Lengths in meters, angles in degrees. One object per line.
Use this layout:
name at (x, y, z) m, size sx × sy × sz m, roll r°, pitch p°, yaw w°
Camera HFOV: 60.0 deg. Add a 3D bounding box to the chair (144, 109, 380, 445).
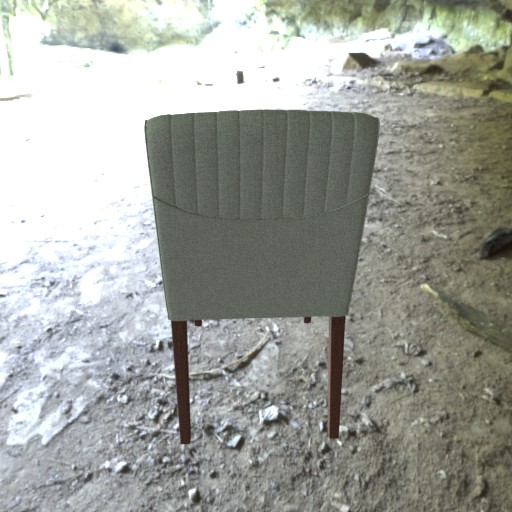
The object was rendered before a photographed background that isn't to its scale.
chair at (0.000, 0.000, 1.238) m, size 0.480 × 0.900 × 0.594 m, roll -1°, pitch 30°, yaw -2°
